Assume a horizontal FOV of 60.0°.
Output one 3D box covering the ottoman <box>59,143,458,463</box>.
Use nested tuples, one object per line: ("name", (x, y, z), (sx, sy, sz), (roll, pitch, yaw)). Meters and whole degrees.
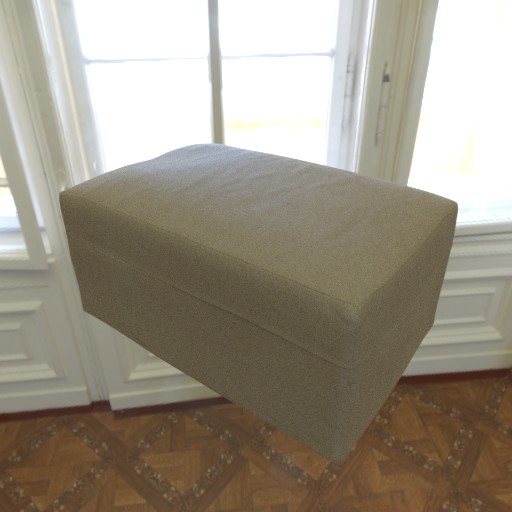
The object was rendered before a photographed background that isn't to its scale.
("ottoman", (0.000, 0.000, 1.190), (0.872, 0.444, 0.590), (21, 36, 31))
